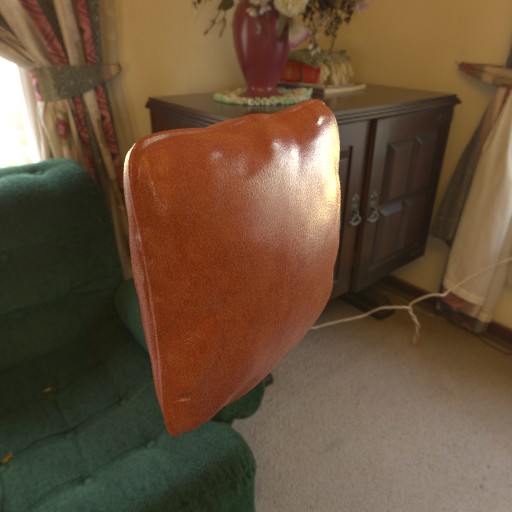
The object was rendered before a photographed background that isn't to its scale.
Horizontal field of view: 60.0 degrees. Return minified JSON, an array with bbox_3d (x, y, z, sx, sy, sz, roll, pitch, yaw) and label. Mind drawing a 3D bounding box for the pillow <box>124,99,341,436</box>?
[{"bbox_3d":[0.000,0.000,0.839,0.236,0.523,0.532,17,31,31],"label":"pillow"}]
